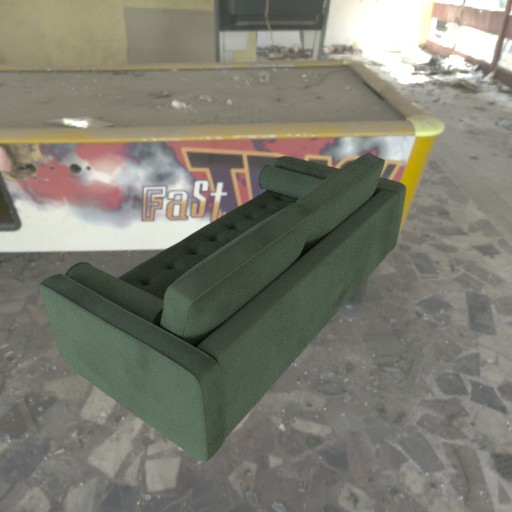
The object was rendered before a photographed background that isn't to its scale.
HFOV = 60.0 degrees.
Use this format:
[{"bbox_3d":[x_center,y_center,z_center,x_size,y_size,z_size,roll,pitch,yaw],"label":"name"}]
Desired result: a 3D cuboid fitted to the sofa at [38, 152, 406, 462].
[{"bbox_3d":[0.000,0.000,2.324,0.916,0.772,1.880,21,38,30],"label":"sofa"}]
